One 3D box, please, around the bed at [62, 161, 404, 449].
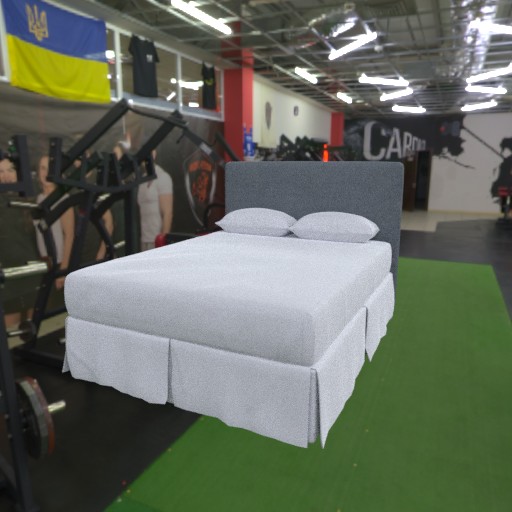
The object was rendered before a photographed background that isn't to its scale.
[{"bbox_3d":[0.000,0.000,3.186,1.713,1.330,2.142,6,13,26],"label":"bed"}]
